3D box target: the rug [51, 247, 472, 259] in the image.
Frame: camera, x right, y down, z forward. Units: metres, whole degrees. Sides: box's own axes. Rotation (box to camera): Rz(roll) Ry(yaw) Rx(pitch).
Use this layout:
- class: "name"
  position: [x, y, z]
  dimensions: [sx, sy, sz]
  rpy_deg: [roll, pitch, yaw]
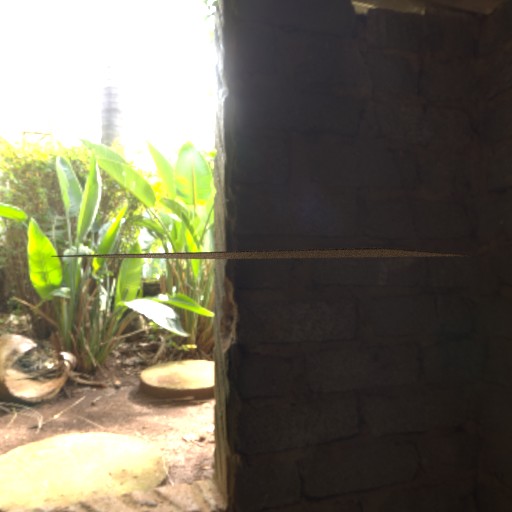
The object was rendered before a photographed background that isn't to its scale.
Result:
- class: "rug"
  position: [0.000, 0.000, 2.306]
  dimensions: [1.829, 0.005, 1.219]
  rpy_deg: [-1, -2, 37]
